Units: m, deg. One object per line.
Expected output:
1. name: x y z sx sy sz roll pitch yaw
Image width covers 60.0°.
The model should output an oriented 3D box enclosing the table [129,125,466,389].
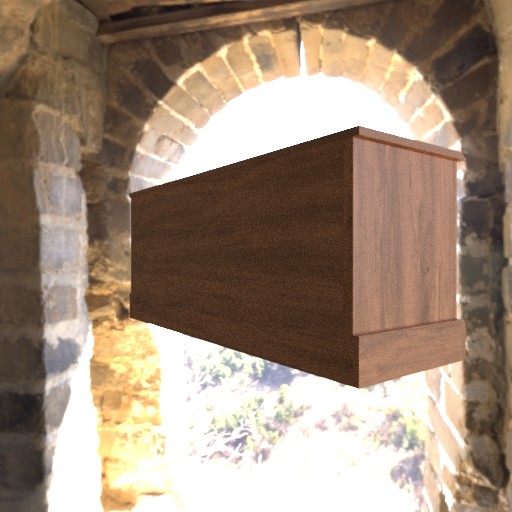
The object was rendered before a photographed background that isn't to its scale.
1. table: 0.000 0.000 1.456 0.400 0.510 1.200 0 0 -37
